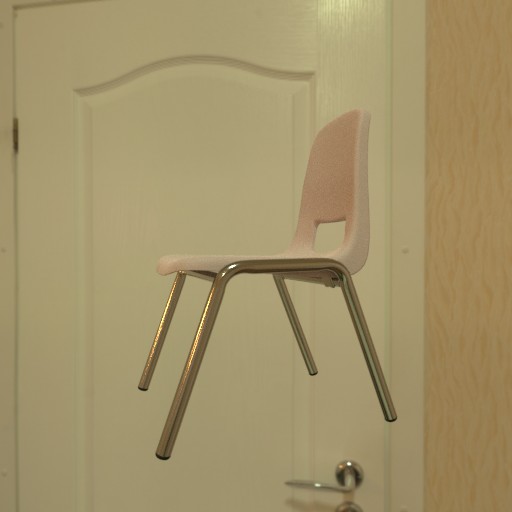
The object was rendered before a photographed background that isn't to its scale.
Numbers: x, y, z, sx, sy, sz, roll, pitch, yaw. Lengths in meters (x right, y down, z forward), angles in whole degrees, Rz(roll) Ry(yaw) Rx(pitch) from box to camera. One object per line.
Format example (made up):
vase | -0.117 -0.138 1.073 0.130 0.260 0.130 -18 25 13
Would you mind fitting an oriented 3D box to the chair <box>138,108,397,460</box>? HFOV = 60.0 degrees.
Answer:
chair | 0.000 0.000 0.864 0.423 0.586 0.354 0 1 -19
